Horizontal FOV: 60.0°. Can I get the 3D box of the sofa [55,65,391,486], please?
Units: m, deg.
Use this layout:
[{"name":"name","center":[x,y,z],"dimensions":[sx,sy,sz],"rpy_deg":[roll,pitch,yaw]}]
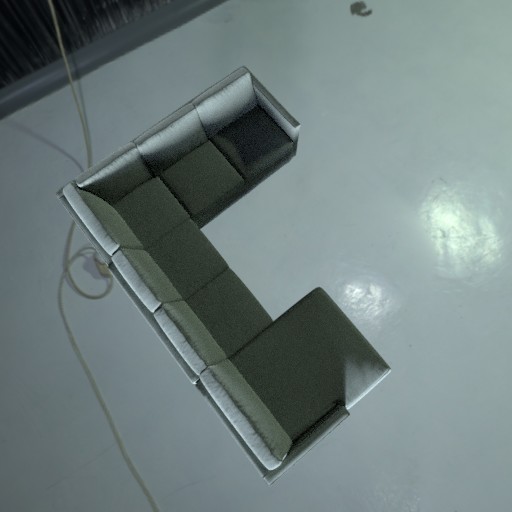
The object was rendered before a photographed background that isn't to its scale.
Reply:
[{"name":"sofa","center":[0.000,0.000,4.494],"dimensions":[2.440,0.869,3.434],"rpy_deg":[-38,78,-10]}]
